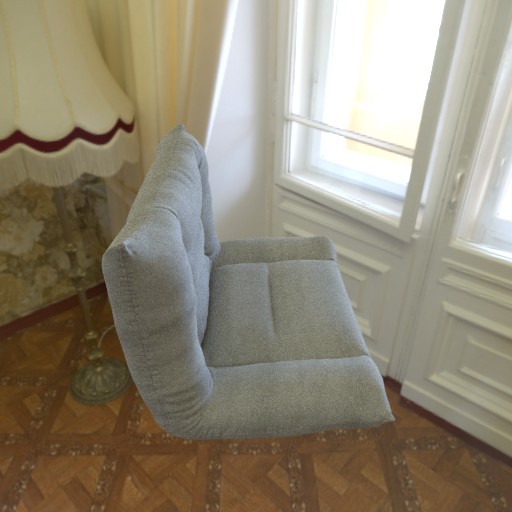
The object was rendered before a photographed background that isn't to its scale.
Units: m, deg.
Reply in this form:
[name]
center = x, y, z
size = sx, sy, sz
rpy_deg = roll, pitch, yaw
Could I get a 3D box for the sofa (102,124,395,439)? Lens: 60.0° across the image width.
[sofa]
center = 0.000, 0.000, 1.698
size = 0.847, 0.795, 1.144
rpy_deg = -1, 32, -2
